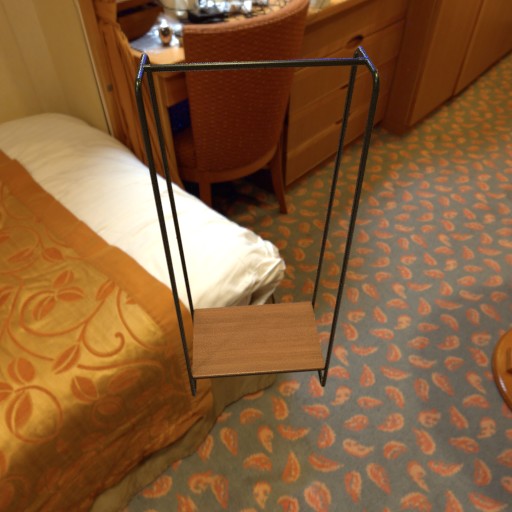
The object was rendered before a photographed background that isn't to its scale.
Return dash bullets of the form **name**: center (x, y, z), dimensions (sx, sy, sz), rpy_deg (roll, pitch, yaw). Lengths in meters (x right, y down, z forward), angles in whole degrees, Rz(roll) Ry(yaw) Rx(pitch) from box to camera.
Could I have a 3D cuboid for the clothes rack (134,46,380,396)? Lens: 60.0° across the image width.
- **clothes rack**: center (0.000, 0.000, 1.736), dimensions (0.640, 1.500, 0.400), rpy_deg (-3, 45, -3)
